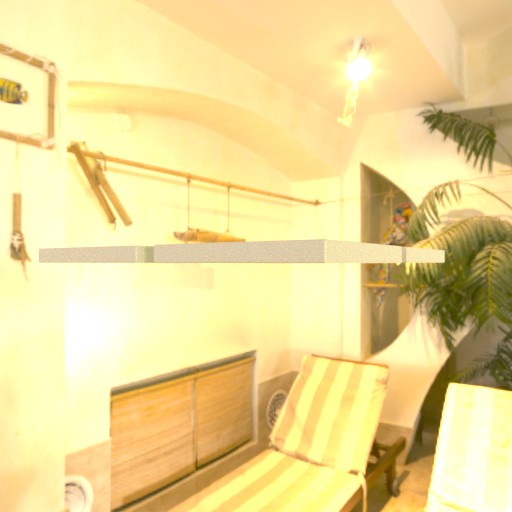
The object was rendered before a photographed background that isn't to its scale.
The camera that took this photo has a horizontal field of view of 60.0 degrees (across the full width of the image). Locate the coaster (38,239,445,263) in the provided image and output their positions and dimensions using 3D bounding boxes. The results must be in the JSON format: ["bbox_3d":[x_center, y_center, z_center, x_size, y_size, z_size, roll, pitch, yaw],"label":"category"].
[{"bbox_3d":[0.000,0.000,0.330,0.219,0.010,0.214,-1,-1,35],"label":"coaster"}]
